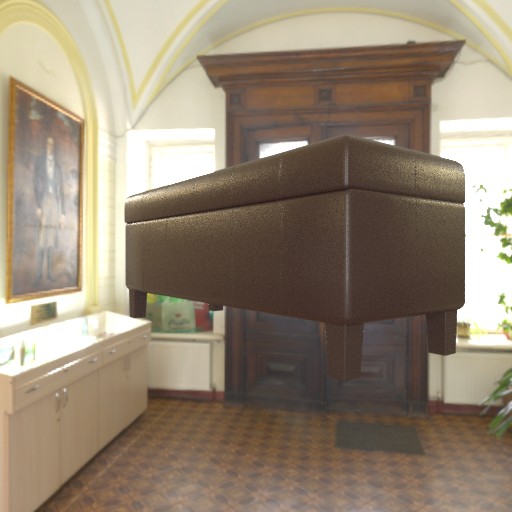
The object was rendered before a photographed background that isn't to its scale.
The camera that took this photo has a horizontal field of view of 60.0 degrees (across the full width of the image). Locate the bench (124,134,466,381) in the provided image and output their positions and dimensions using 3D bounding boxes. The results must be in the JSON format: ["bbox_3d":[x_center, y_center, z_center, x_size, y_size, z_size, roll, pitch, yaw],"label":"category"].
[{"bbox_3d":[0.000,0.000,1.348,0.429,0.457,1.092,0,0,-37],"label":"bench"}]
